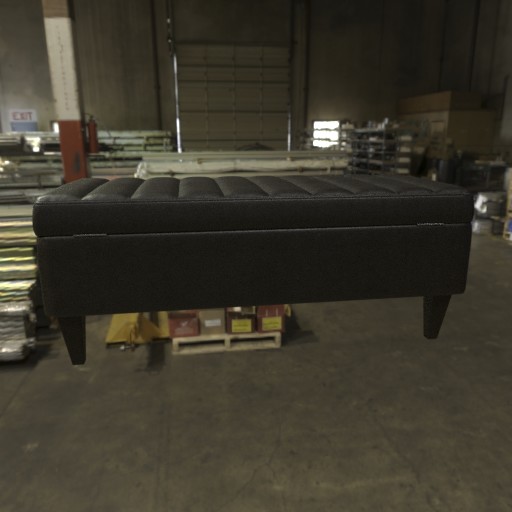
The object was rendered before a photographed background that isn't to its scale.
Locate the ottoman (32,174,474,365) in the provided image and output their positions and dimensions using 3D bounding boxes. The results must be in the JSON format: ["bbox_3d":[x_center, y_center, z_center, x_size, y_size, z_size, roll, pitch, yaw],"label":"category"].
[{"bbox_3d":[0.000,0.000,1.390,1.151,0.469,0.482,-2,15,-8],"label":"ottoman"}]
